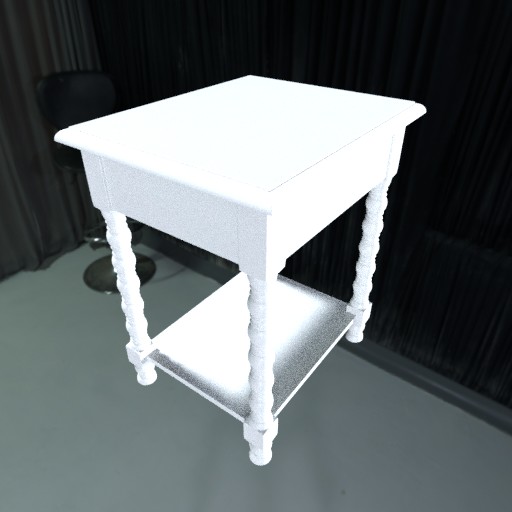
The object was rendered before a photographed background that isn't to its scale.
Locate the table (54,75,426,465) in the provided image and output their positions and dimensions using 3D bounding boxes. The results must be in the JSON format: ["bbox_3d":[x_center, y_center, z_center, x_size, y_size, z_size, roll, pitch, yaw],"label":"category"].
[{"bbox_3d":[0.000,0.000,0.833,0.381,0.531,0.460,22,40,30],"label":"table"}]
